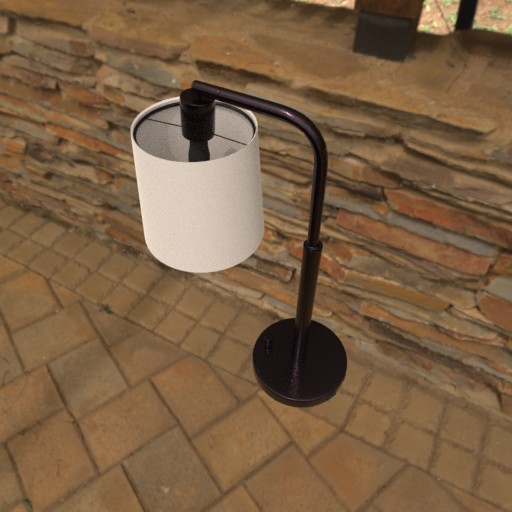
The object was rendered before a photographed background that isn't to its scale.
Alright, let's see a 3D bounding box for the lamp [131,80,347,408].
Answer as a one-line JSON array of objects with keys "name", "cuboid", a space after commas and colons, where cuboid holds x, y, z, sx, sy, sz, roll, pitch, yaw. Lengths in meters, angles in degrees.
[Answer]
[{"name": "lamp", "cuboid": [0.000, 0.000, 0.635, 0.333, 0.489, 0.171, 18, 49, 16]}]
